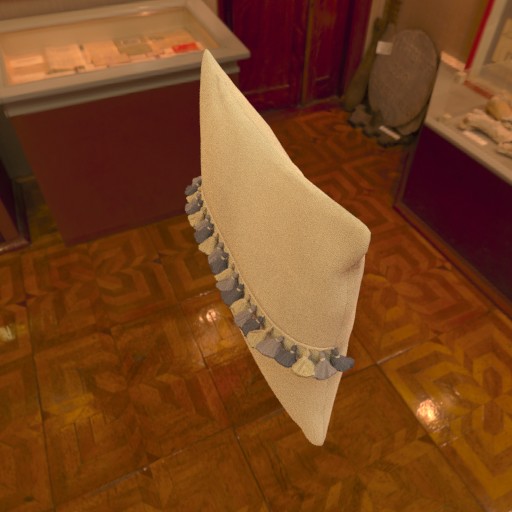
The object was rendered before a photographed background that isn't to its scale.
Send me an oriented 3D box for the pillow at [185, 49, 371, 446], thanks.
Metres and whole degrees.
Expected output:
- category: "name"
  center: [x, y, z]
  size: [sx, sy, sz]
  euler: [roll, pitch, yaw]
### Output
- category: "pillow"
  center: [0.000, 0.000, 0.716]
  size: [0.165, 0.481, 0.489]
  euler: [-17, 48, -16]
